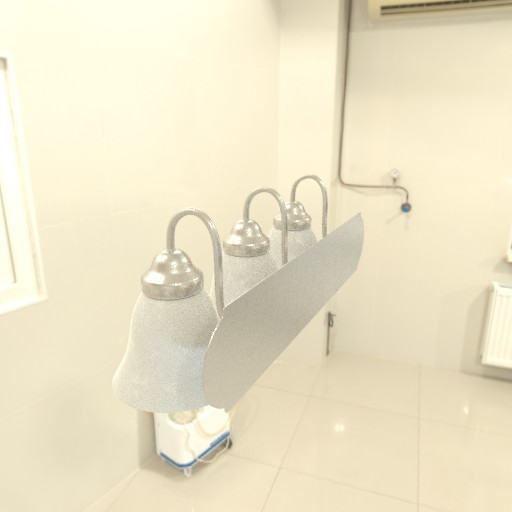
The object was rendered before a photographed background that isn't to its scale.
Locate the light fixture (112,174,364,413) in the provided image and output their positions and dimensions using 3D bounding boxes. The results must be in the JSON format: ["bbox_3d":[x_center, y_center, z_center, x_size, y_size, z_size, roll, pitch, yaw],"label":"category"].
[{"bbox_3d":[0.000,0.000,0.704,0.199,0.222,0.610,8,19,26],"label":"light fixture"}]
